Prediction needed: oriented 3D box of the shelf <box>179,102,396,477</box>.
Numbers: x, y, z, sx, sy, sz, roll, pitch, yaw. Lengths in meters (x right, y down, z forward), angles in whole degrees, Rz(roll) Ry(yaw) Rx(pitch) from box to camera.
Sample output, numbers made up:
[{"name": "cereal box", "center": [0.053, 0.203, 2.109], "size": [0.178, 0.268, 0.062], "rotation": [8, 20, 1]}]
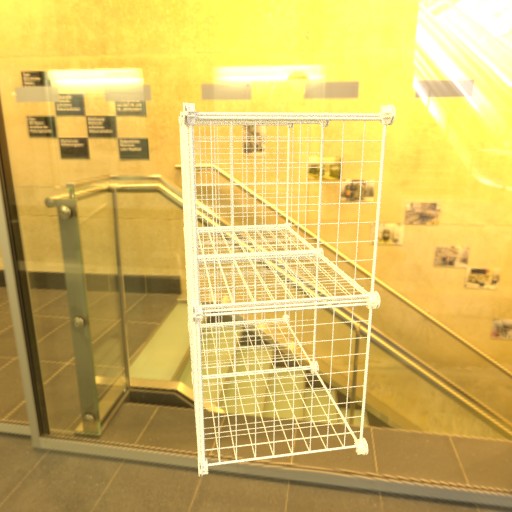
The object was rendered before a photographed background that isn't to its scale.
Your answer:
[{"name": "shelf", "center": [0.000, 0.000, 1.151], "size": [0.356, 0.711, 0.711], "rotation": [-3, 16, -10]}]
